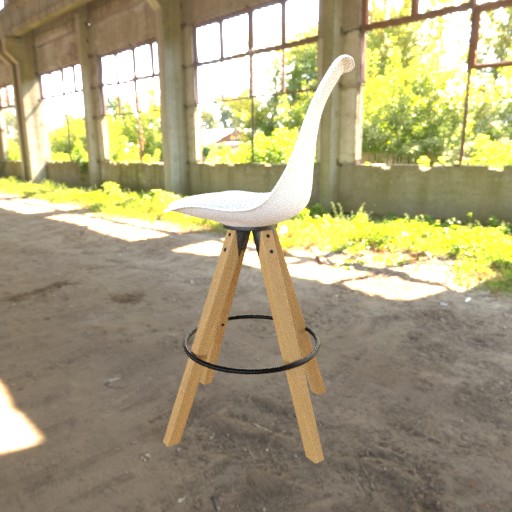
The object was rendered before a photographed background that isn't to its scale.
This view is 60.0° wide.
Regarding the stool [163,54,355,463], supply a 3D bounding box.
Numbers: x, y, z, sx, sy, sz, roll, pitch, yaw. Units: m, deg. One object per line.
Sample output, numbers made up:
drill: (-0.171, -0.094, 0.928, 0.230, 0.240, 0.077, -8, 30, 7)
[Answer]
stool: (0.000, 0.000, 1.385, 0.549, 1.115, 0.482, 2, 13, 9)
